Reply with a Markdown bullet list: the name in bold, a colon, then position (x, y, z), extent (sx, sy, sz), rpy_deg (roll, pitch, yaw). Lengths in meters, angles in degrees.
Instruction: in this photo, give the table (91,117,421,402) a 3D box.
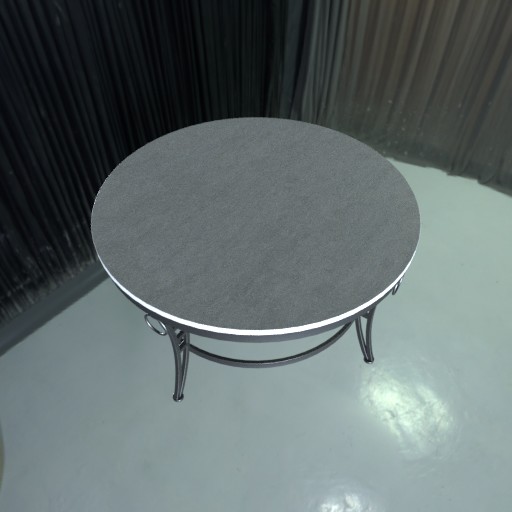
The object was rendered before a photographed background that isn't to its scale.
- **table**: position (0.000, 0.000, 1.402), extent (0.889, 0.470, 0.889), rpy_deg (0, 46, 0)
